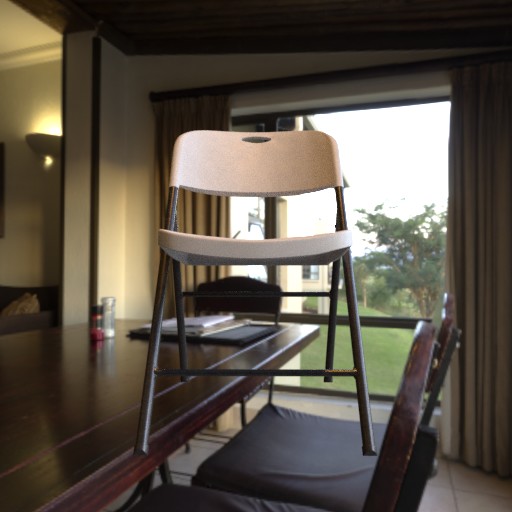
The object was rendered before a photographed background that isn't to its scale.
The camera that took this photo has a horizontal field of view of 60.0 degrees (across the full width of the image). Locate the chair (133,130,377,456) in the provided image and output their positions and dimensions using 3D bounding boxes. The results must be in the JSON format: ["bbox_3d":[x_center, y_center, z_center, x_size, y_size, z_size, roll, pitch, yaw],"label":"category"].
[{"bbox_3d":[0.000,0.000,1.171,0.494,0.810,0.566,0,-1,0],"label":"chair"}]
